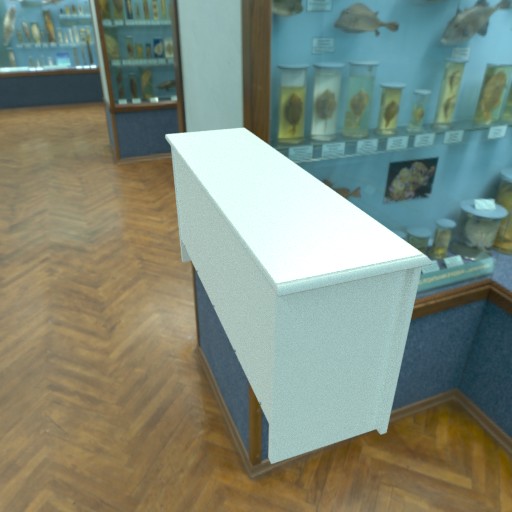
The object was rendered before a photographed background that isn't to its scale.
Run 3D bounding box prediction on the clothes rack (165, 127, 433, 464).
[{"bbox_3d":[0.000,0.000,1.396,0.324,0.531,1.120,-10,31,-17],"label":"clothes rack"}]
